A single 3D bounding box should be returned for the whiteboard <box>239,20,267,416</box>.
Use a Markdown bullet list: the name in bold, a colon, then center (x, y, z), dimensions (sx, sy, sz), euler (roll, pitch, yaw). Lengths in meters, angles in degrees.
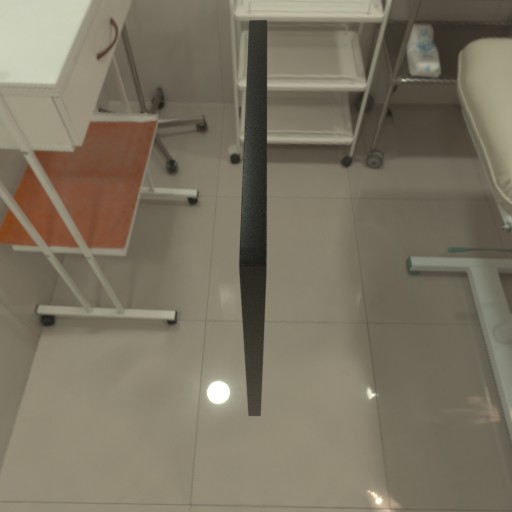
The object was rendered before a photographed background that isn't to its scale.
- **whiteboard**: center (0.000, 0.000, 0.777), dimensions (0.026, 0.611, 0.406), euler (1, 58, 0)
